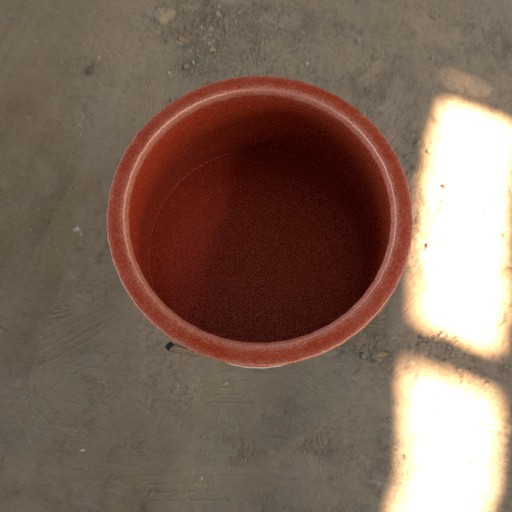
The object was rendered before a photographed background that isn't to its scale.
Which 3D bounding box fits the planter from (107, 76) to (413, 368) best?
[{"bbox_3d":[0.000,0.000,0.507,0.235,0.354,0.251,-20,77,-5],"label":"planter"}]
